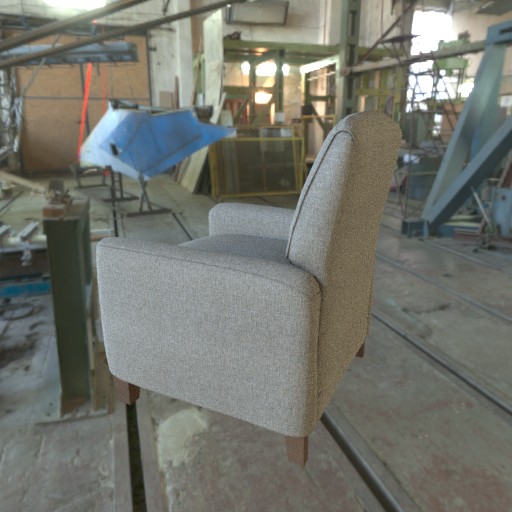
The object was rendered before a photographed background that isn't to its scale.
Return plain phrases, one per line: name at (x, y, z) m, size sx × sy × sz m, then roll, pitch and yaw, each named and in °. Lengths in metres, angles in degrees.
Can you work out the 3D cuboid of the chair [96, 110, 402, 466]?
chair at (0.000, 0.000, 1.636) m, size 0.864 × 1.014 × 0.848 m, roll 8°, pitch 19°, yaw 26°
